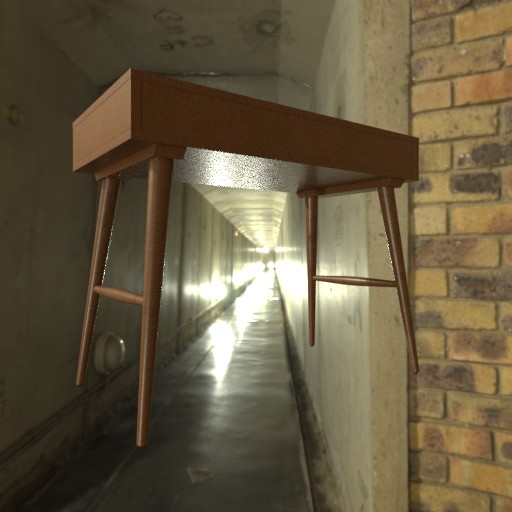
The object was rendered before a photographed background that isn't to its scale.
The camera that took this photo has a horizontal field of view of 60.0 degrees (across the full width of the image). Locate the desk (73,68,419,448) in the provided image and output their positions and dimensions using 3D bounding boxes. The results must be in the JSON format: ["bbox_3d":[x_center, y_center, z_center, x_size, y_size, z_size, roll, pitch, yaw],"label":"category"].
[{"bbox_3d":[0.000,0.000,1.352,0.949,0.758,0.510,-1,1,-35],"label":"desk"}]
